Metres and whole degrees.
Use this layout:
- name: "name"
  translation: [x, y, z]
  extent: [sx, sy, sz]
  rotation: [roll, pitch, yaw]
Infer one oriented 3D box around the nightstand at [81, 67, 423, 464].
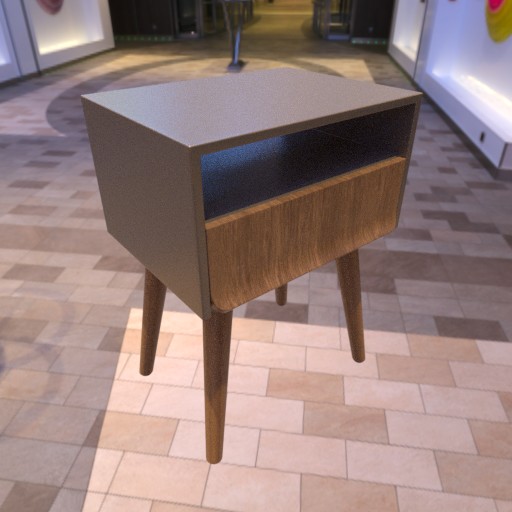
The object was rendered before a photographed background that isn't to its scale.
- name: "nightstand"
  translation: [0.000, 0.000, 0.726]
  extent: [0.370, 0.508, 0.288]
  rotation: [-23, 38, -32]
